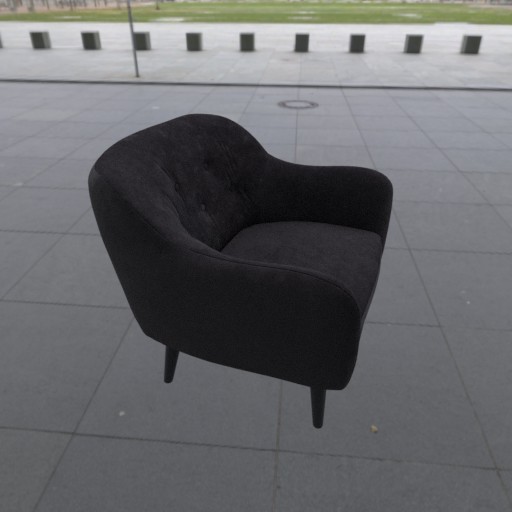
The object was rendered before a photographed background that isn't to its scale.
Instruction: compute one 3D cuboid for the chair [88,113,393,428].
[{"bbox_3d":[0.000,0.000,1.514,0.819,0.807,0.840,11,32,17],"label":"chair"}]
